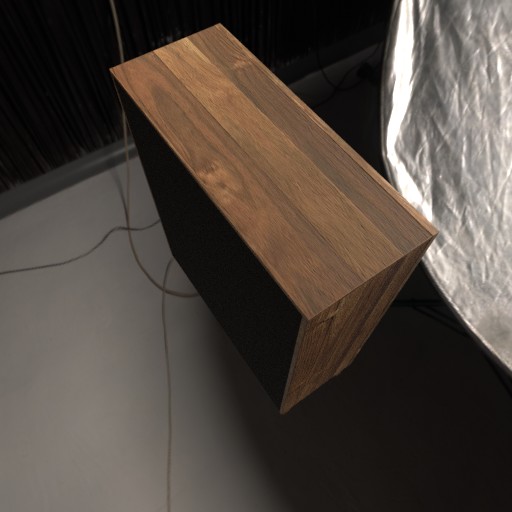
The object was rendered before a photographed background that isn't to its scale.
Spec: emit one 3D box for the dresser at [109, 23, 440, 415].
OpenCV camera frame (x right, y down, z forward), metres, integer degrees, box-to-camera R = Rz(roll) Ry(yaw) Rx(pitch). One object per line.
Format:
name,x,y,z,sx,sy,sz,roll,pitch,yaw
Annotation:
dresser,0.000,0.000,1.907,0.442,1.393,1.062,-31,65,-16
